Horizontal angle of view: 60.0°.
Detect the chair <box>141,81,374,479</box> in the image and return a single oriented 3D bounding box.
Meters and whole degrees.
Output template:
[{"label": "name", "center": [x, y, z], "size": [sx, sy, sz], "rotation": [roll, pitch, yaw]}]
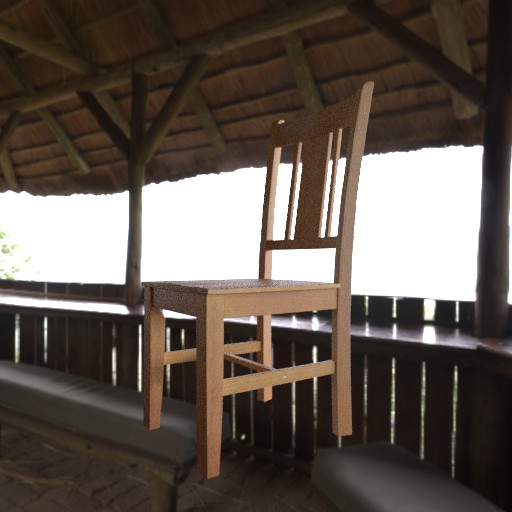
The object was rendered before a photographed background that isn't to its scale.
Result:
[{"label": "chair", "center": [0.000, 0.000, 1.303], "size": [0.556, 0.998, 0.450], "rotation": [0, -1, -35]}]
